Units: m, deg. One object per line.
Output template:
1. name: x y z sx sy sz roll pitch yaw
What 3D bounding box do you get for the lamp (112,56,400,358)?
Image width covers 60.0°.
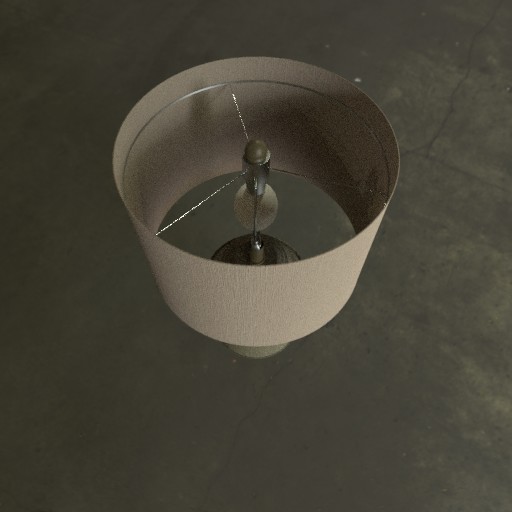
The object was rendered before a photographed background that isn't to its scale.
1. lamp: 0.000 0.000 0.701 0.318 0.486 0.318 0 58 0
